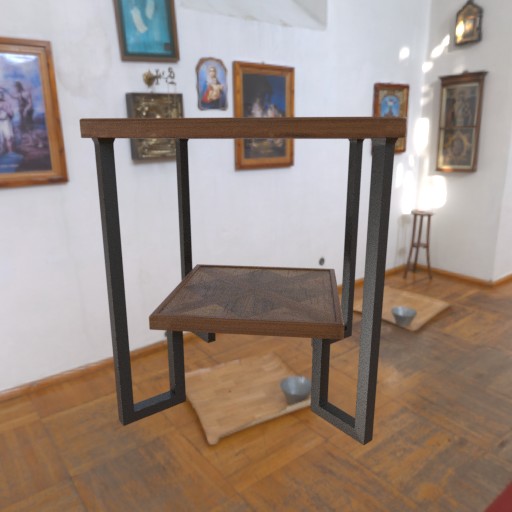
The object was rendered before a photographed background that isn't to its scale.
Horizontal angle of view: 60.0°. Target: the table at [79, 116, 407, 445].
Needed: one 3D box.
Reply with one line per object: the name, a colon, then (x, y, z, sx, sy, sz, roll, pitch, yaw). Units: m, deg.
table: (0.000, 0.000, 0.983, 0.503, 0.563, 0.503, 2, 15, 7)
